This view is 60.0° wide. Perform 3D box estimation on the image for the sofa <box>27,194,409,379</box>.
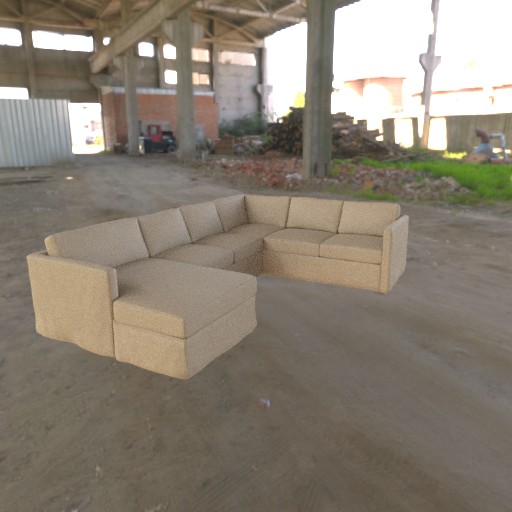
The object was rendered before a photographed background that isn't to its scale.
[{"bbox_3d":[0.000,0.000,4.616,2.476,0.878,3.528,8,17,27],"label":"sofa"}]
